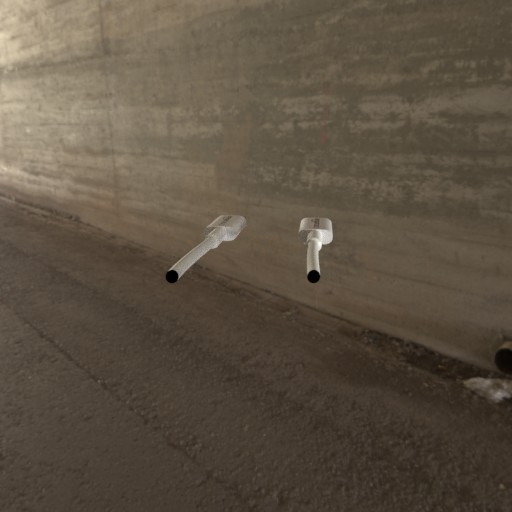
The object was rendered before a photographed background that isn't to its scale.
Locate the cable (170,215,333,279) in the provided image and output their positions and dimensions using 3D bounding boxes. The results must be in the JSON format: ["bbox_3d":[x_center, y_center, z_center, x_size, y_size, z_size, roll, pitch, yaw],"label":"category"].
[{"bbox_3d":[0.000,0.000,0.116,0.041,0.005,0.098,2,16,8],"label":"cable"}]
